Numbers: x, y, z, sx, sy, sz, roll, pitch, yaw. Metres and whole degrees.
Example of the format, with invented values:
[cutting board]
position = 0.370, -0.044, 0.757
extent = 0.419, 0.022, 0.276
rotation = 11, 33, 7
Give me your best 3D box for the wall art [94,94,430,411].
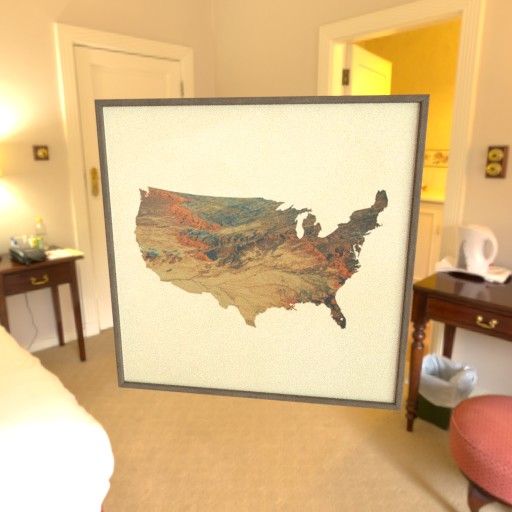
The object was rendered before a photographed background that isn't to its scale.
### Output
[wall art]
position = 0.000, 0.000, 0.450
extent = 0.303, 0.302, 0.038
rotation = 2, 14, 8
